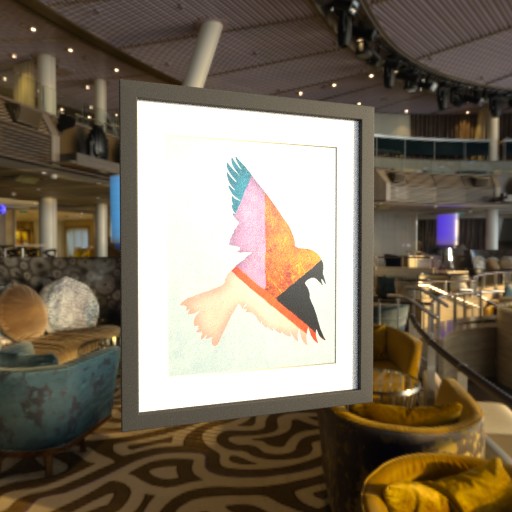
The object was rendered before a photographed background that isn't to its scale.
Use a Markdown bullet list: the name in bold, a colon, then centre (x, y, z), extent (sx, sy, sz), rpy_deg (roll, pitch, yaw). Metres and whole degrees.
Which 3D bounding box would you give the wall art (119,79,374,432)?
- **wall art**: centre (0.000, 0.000, 0.779), extent (0.457, 0.558, 0.028), rpy_deg (0, 1, -17)
